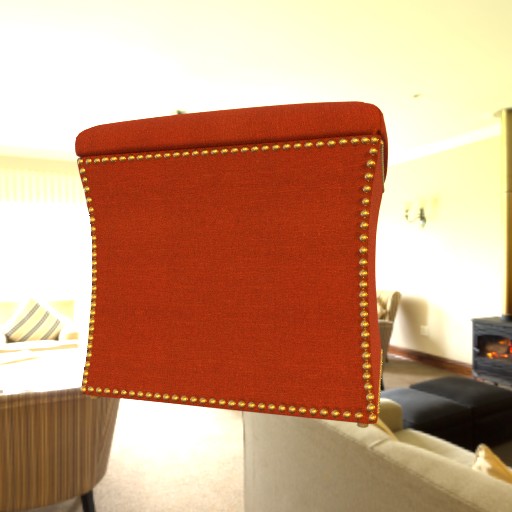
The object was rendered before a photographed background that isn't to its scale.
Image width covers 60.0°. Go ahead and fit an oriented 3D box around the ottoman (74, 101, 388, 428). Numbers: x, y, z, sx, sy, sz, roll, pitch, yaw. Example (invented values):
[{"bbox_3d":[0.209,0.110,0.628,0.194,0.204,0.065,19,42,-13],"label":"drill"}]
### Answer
[{"bbox_3d":[0.000,0.000,0.886,0.507,0.475,0.497,0,0,16],"label":"ottoman"}]
